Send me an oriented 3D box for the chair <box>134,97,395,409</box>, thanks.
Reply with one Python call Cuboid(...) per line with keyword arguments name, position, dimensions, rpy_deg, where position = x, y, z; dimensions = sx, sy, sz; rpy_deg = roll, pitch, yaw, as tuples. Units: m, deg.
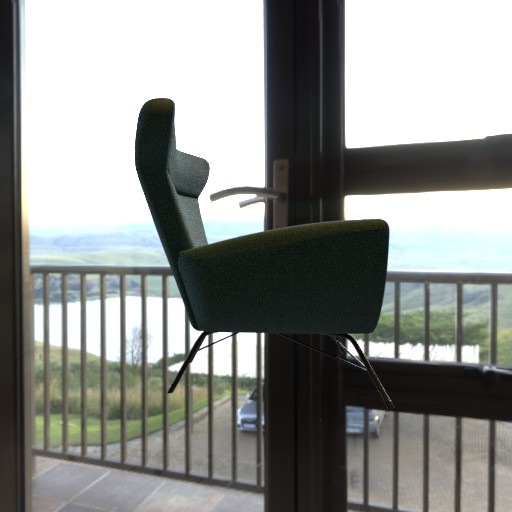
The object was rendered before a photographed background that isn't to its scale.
Cuboid(name="chair", position=(0.000, 0.000, 1.817), dimensions=(0.900, 0.980, 1.050), rpy_deg=(0, 1, 0))
